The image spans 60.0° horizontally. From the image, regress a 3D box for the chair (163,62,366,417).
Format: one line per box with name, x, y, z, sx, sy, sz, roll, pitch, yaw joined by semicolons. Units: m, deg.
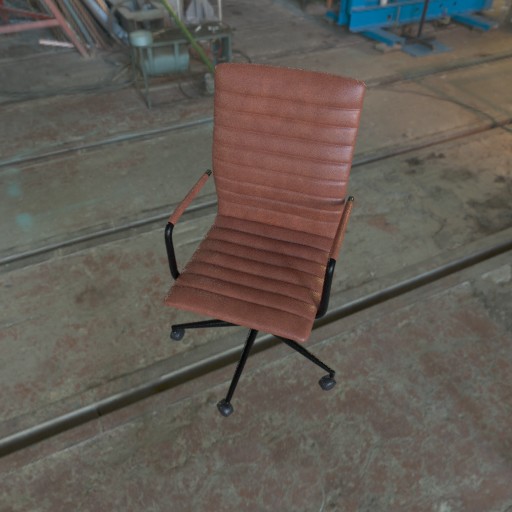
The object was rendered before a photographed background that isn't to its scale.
chair;0.000;0.000;1.279;0.600;0.878;0.578;13;44;14
